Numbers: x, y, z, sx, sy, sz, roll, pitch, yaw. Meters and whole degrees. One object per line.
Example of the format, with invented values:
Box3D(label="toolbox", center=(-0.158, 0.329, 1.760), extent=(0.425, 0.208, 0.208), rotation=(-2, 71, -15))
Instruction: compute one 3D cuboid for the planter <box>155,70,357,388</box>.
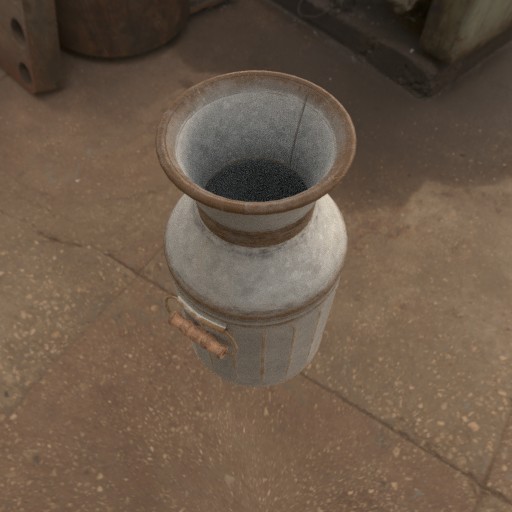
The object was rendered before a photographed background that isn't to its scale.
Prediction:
Box3D(label="planter", center=(0.000, 0.000, 0.543), extent=(0.214, 0.396, 0.245), rotation=(31, 63, 18))
